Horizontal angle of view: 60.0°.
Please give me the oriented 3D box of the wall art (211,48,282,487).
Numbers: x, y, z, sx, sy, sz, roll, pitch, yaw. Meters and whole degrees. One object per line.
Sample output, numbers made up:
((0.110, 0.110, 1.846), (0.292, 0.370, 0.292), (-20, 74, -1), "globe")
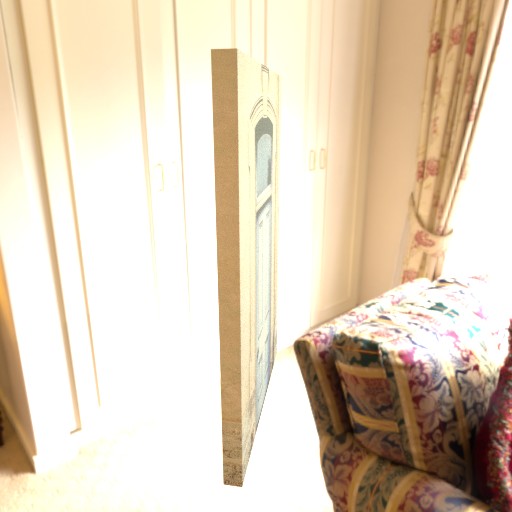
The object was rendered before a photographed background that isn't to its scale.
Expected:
((0.000, 0.000, 0.968), (0.038, 0.764, 0.508), (3, 18, 10), "wall art")
